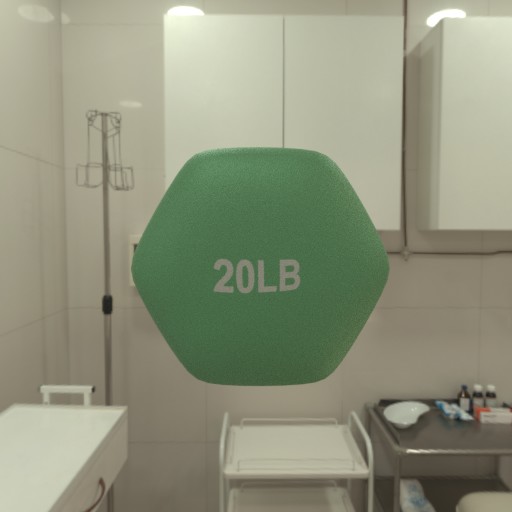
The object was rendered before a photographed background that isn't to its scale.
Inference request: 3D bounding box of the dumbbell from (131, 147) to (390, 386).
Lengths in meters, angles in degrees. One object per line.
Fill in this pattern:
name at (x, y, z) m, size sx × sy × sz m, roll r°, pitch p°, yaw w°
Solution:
dumbbell at (0.000, 0.000, 0.326) m, size 0.129 × 0.117 × 0.260 m, roll 0°, pitch 3°, yaw -1°
